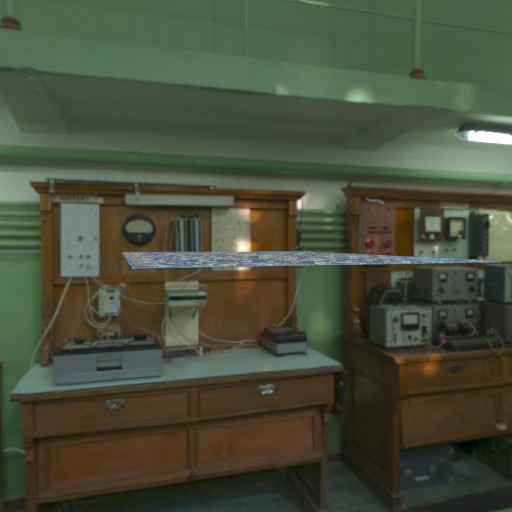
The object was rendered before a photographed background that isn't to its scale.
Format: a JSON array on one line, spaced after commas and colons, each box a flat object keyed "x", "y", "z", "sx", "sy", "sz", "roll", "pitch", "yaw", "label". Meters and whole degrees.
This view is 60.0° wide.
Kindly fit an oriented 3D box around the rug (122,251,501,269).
[{"x": 0.000, "y": 0.000, "z": 4.117, "sx": 2.337, "sy": 0.013, "sz": 3.291, "roll": -1, "pitch": 2, "yaw": -18, "label": "rug"}]
